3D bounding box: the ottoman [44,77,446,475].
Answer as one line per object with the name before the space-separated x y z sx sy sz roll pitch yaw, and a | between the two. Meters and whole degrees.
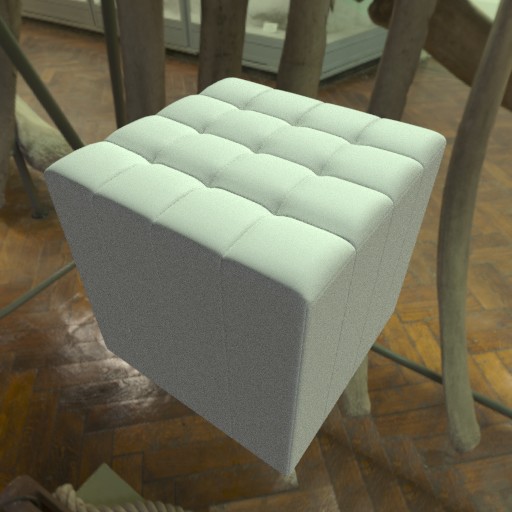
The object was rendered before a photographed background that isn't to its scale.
ottoman | 0.000 0.000 0.774 0.425 0.432 0.425 25 48 26
